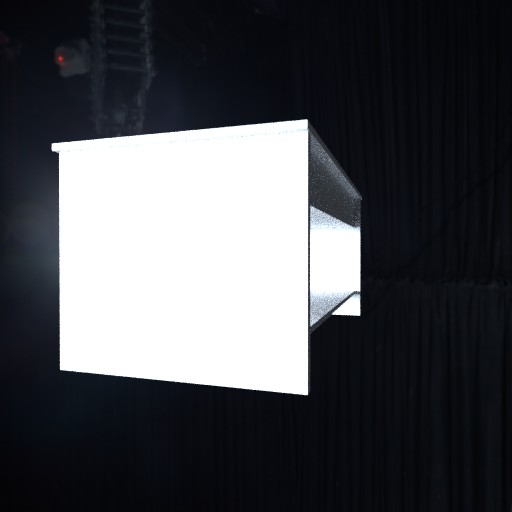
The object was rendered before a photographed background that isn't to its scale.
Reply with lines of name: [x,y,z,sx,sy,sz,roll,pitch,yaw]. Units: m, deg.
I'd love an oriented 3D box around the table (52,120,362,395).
table: [0.000,0.000,1.253,0.500,0.441,1.000,0,1,18]
